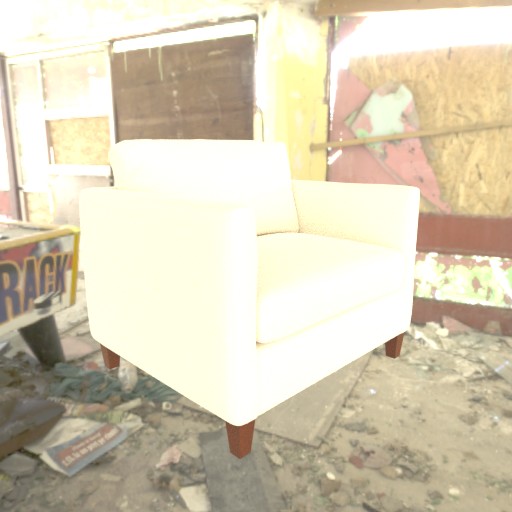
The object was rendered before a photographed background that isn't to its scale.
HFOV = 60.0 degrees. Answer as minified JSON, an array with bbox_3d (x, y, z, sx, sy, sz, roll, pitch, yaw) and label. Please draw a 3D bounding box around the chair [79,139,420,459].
[{"bbox_3d":[0.000,0.000,1.714,0.878,0.885,1.019,12,18,43],"label":"chair"}]
